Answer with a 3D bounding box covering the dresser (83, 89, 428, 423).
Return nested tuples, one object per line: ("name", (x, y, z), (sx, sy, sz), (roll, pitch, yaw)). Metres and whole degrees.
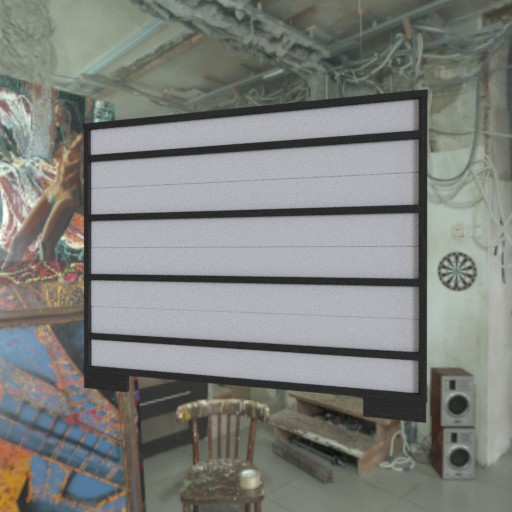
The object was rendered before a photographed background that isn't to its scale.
("dresser", (0.000, 0.000, 1.416), (0.994, 0.816, 0.404), (0, 0, 17))
